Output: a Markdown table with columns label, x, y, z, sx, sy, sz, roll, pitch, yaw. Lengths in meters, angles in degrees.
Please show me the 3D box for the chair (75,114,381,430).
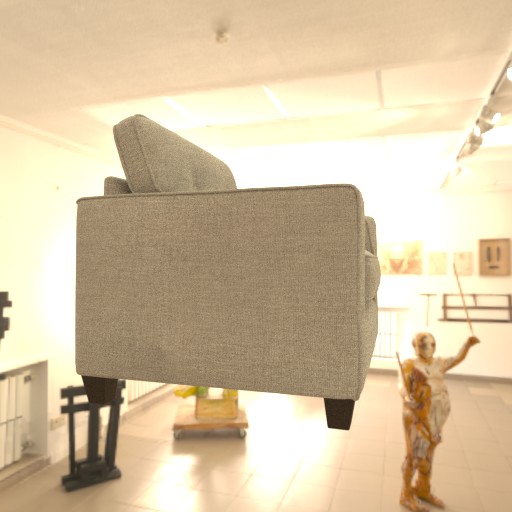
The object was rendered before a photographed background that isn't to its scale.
| label | x | y | z | sx | sy | sz | roll | pitch | yaw |
| --- | --- | --- | --- | --- | --- | --- | --- | --- | --- |
| chair | 0.000 | 0.000 | 1.756 | 0.939 | 0.965 | 1.015 | 0 | -1 | 18 |
